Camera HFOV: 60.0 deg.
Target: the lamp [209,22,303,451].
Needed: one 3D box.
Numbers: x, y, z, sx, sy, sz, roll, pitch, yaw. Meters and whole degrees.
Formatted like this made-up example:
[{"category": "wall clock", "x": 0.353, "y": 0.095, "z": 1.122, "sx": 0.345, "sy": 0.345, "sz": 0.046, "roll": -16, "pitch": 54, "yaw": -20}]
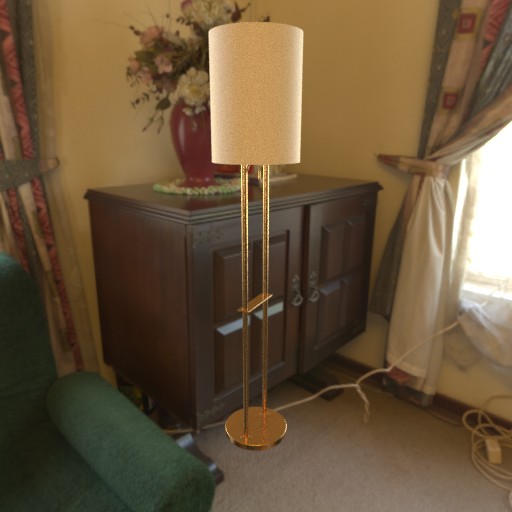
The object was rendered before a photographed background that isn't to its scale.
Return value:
[{"category": "lamp", "x": 0.000, "y": 0.000, "z": 1.638, "sx": 0.305, "sy": 1.500, "sz": 0.306, "roll": 8, "pitch": 17, "yaw": 26}]
